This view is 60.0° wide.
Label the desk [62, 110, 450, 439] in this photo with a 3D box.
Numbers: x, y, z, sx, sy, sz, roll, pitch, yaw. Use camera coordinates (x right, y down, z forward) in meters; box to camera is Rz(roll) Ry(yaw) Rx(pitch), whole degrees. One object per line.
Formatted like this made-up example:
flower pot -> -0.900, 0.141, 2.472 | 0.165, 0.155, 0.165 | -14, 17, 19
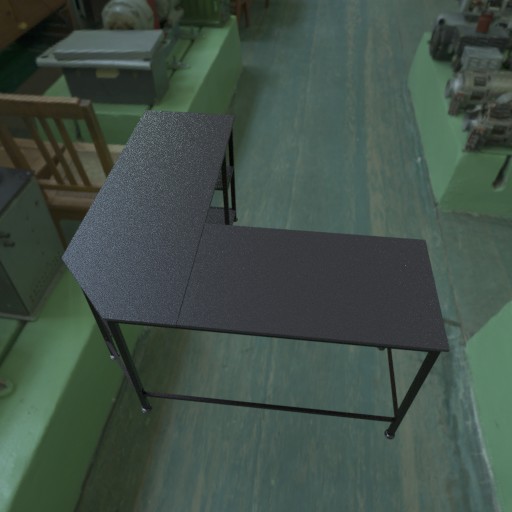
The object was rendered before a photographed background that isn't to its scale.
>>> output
desk -> 0.000, 0.000, 2.187 | 1.379, 0.739, 1.379 | 5, 47, 4
